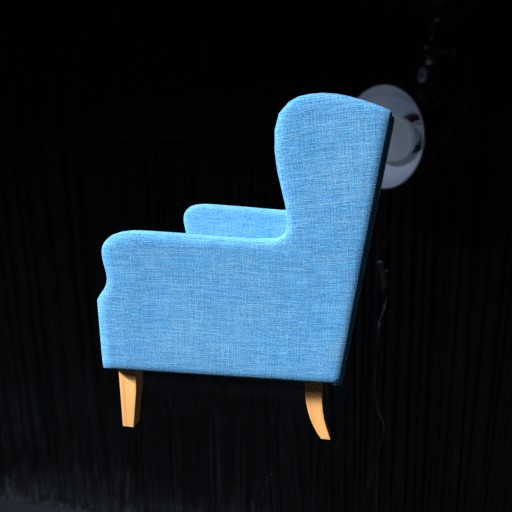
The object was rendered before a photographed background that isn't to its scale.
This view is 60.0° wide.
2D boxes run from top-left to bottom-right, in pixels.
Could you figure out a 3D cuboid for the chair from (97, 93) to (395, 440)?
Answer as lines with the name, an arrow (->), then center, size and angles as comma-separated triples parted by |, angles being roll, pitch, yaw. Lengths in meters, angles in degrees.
chair -> 0.000, 0.000, 1.487 | 0.775, 0.952, 0.711 | 2, 13, 10
